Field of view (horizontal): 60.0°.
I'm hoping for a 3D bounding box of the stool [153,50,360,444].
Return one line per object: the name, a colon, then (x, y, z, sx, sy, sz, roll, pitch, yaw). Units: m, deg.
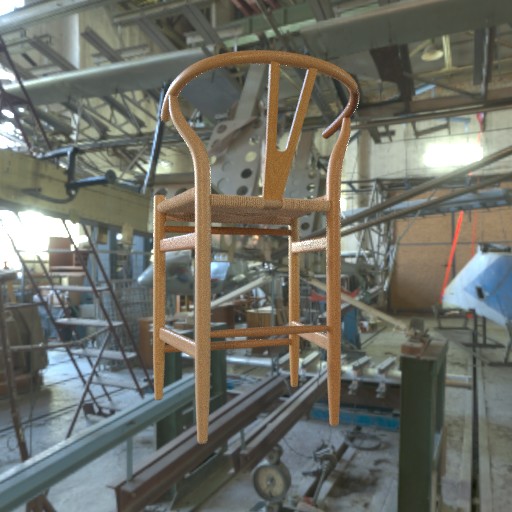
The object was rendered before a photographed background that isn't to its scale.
stool: (0.000, 0.000, 1.274, 0.536, 0.923, 0.575, 0, -1, -19)
